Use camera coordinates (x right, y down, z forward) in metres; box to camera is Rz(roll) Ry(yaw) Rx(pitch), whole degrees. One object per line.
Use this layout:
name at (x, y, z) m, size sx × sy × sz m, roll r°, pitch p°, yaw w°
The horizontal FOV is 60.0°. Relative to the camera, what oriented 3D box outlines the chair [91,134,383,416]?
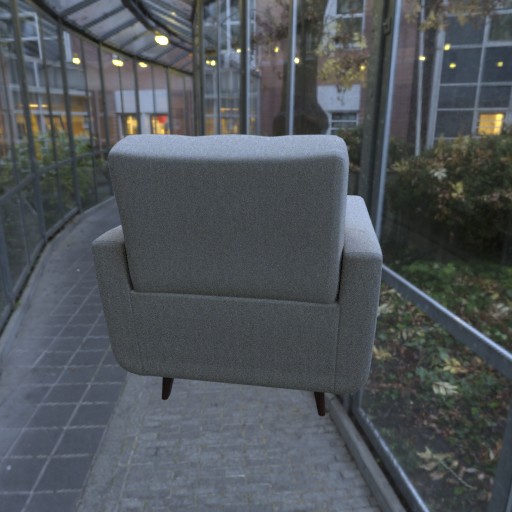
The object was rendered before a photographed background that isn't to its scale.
chair at (0.000, 0.000, 1.798) m, size 0.897 × 0.965 × 1.128 m, roll 3°, pitch 17°, yaw 9°
